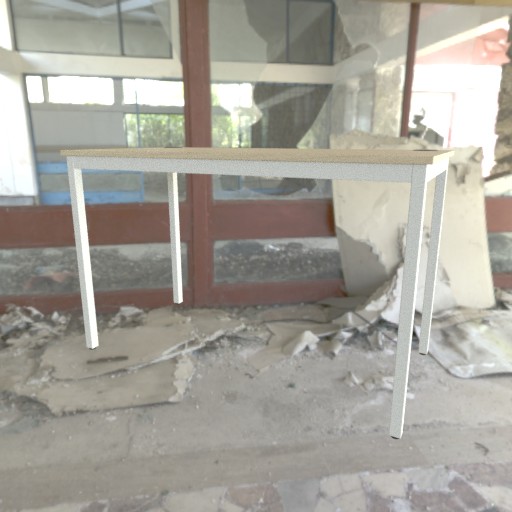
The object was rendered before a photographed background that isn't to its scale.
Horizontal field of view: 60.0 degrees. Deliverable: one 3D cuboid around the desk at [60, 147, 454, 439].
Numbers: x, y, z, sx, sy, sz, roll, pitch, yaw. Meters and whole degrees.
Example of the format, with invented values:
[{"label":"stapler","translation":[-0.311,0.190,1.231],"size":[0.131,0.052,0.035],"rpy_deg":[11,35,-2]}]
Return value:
[{"label":"desk","translation":[0.000,0.000,1.603],"size":[1.200,0.750,0.600],"rpy_deg":[8,17,26]}]
